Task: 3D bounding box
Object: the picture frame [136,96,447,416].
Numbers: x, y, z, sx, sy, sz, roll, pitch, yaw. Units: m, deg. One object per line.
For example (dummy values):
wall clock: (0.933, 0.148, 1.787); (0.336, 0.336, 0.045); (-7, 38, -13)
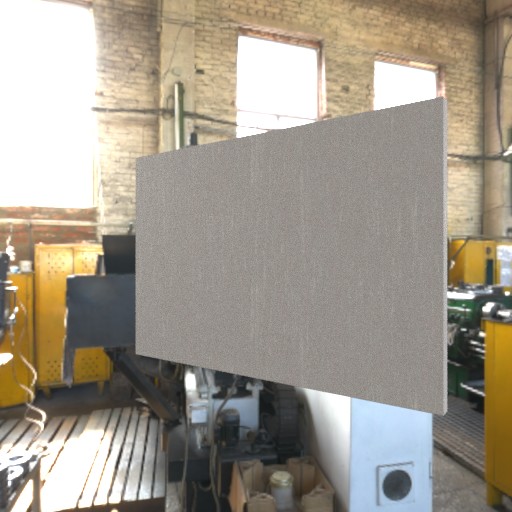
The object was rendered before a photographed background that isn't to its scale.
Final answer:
picture frame: (0.000, 0.000, 1.178); (0.950, 0.640, 0.029); (0, 0, 36)
